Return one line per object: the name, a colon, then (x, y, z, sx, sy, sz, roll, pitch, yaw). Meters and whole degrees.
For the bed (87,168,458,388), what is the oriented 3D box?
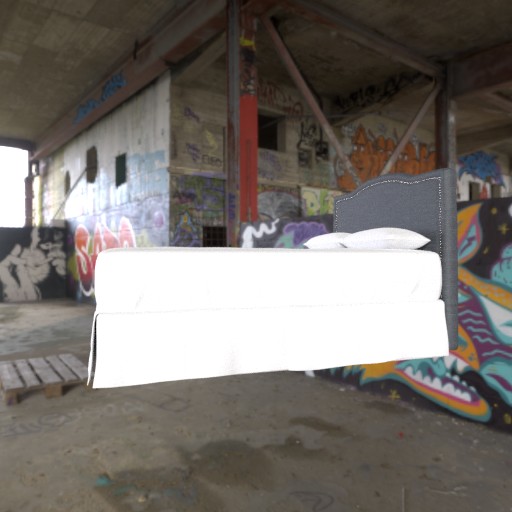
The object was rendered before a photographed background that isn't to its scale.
bed: (0.000, 0.000, 3.568, 2.507, 1.441, 1.747, 0, 0, -18)
